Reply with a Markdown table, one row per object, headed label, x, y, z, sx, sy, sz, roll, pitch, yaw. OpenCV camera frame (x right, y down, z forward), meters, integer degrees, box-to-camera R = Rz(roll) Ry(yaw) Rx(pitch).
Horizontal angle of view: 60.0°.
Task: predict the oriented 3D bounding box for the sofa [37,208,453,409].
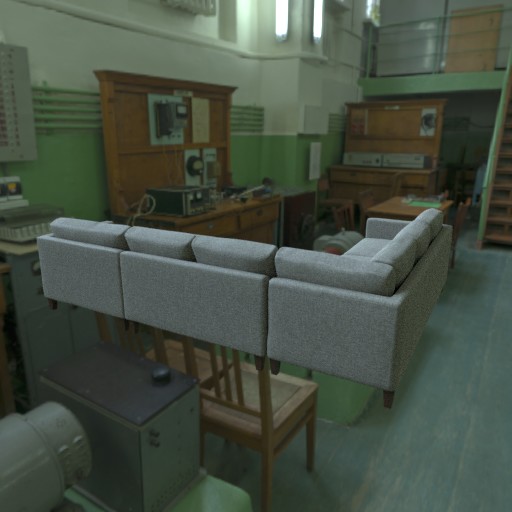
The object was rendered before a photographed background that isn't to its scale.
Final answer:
| label | x | y | z | sx | sy | sz | roll | pitch | yaw |
| --- | --- | --- | --- | --- | --- | --- | --- | --- | --- |
| sofa | 0.000 | 0.000 | 4.571 | 3.460 | 0.959 | 2.593 | 9 | 18 | 28 |
